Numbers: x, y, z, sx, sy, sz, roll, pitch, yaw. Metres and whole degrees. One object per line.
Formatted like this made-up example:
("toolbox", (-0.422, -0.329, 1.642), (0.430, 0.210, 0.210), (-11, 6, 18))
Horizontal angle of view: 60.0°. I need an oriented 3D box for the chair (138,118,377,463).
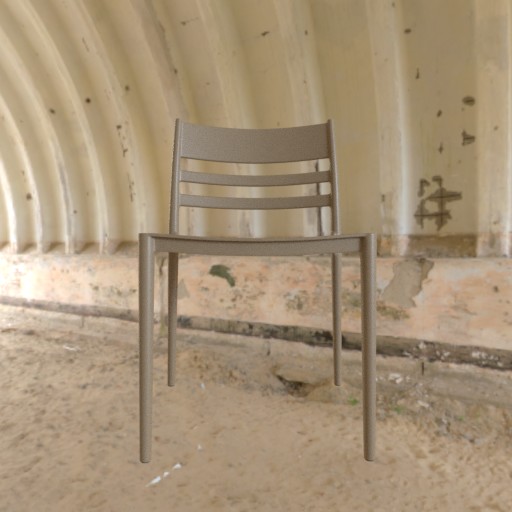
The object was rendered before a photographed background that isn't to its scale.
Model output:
("chair", (0.000, 0.000, 1.115), (0.531, 0.800, 0.511), (0, 1, -1))
